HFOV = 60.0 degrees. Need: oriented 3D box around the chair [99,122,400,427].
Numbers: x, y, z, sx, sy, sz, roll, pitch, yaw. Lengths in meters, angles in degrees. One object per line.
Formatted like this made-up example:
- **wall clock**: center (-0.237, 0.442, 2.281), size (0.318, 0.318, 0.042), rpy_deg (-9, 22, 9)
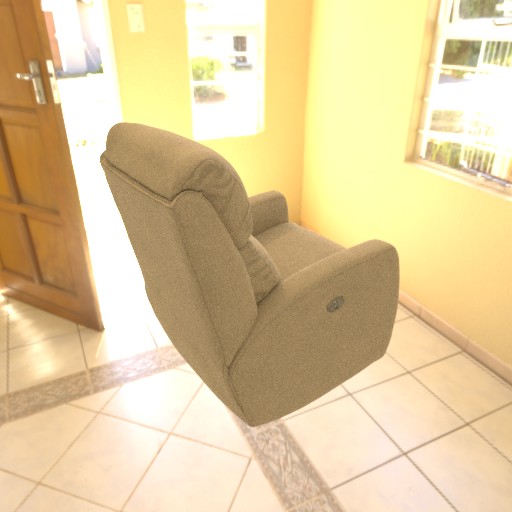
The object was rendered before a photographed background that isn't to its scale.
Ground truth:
- **chair**: center (0.000, 0.000, 1.729), size (0.940, 1.021, 0.794), rpy_deg (-18, 33, -31)
